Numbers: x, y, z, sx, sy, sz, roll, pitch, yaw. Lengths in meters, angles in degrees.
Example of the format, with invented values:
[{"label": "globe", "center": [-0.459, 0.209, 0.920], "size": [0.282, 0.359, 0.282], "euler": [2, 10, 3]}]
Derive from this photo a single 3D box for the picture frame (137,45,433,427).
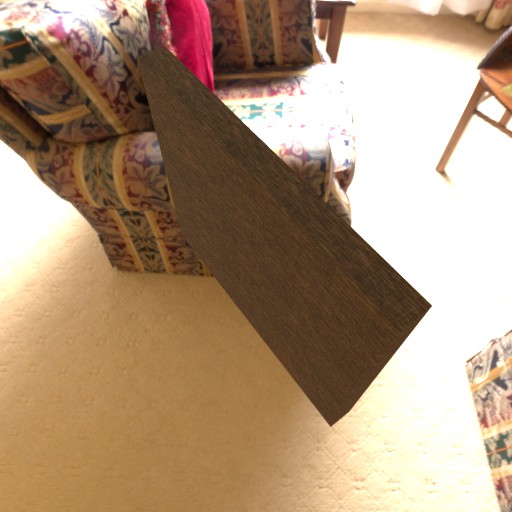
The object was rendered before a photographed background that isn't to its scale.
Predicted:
[{"label": "picture frame", "center": [0.000, 0.000, 0.528], "size": [0.033, 0.330, 0.378], "euler": [-32, 63, -18]}]
